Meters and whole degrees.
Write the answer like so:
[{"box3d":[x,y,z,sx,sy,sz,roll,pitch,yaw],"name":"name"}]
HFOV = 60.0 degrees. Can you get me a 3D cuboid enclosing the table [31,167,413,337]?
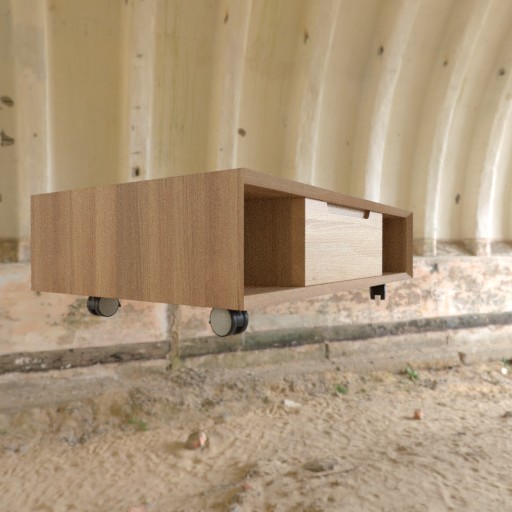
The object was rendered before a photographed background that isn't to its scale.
[{"box3d":[0.000,0.000,1.437,0.700,0.330,1.100,1,1,34],"name":"table"}]
